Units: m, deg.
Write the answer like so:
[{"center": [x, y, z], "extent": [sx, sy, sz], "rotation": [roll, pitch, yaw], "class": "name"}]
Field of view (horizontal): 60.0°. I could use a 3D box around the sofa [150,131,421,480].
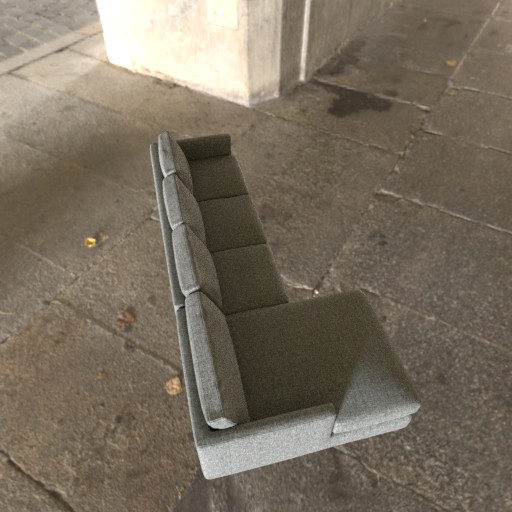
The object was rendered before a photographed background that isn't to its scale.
[{"center": [0.000, 0.000, 4.161], "extent": [1.635, 0.960, 3.485], "rotation": [-10, 48, -9], "class": "sofa"}]
